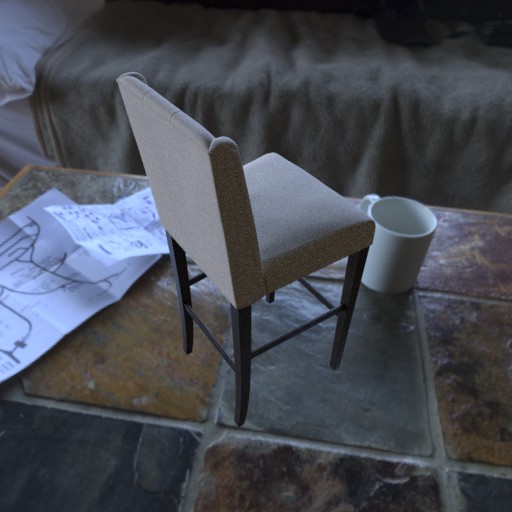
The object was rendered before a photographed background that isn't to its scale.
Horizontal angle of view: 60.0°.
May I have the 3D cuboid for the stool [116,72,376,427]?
[{"bbox_3d":[0.000,0.000,1.390,0.509,1.116,0.474,-26,49,-25],"label":"stool"}]
